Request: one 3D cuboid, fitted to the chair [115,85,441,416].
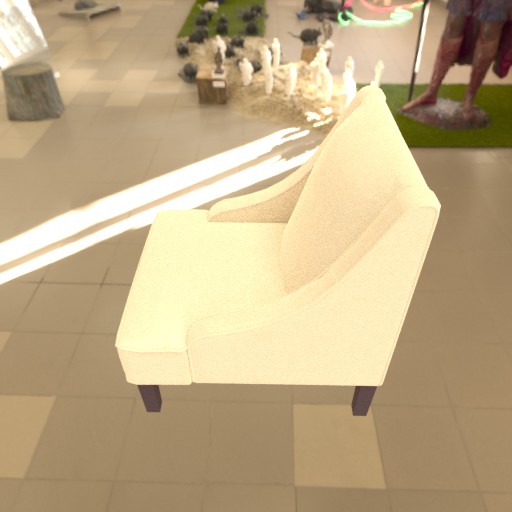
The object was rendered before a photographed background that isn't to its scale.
[{"bbox_3d":[0.000,0.000,1.461,0.806,0.886,0.689,1,41,1],"label":"chair"}]
